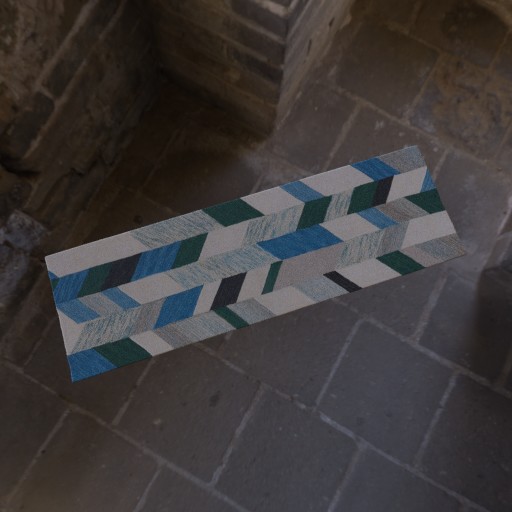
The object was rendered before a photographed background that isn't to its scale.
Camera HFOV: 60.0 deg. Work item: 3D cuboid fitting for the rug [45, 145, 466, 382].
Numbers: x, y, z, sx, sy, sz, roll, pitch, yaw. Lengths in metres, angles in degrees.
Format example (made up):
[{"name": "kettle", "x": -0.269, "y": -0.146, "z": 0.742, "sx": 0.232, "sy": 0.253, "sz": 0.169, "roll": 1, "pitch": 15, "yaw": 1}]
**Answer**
[{"name": "rug", "x": 0.000, "y": 0.000, "z": 2.686, "sx": 2.437, "sy": 0.008, "sz": 0.774, "roll": -17, "pitch": 77, "yaw": -4}]
